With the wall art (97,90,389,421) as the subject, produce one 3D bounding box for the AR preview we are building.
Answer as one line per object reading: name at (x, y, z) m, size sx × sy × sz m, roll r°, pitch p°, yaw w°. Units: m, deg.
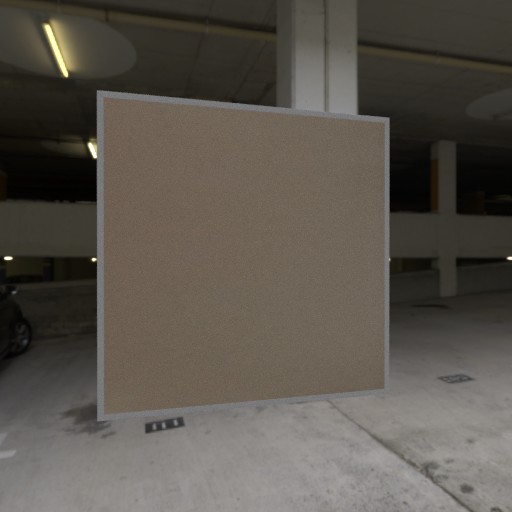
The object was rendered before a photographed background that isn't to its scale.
wall art at (0.000, 0.000, 0.675) m, size 0.456 × 0.456 × 0.007 m, roll 0°, pitch 0°, yaw -16°
